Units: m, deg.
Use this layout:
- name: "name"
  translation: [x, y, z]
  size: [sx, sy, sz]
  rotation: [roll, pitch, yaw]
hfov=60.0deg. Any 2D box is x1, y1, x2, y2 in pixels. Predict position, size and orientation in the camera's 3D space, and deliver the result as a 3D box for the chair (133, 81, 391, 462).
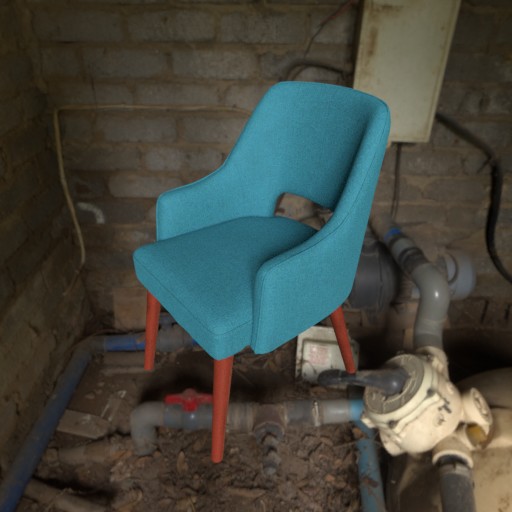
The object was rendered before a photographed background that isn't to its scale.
- name: "chair"
  translation: [0.000, 0.000, 1.255]
  size: [0.605, 0.849, 0.548]
  rotation: [-21, 37, -31]
